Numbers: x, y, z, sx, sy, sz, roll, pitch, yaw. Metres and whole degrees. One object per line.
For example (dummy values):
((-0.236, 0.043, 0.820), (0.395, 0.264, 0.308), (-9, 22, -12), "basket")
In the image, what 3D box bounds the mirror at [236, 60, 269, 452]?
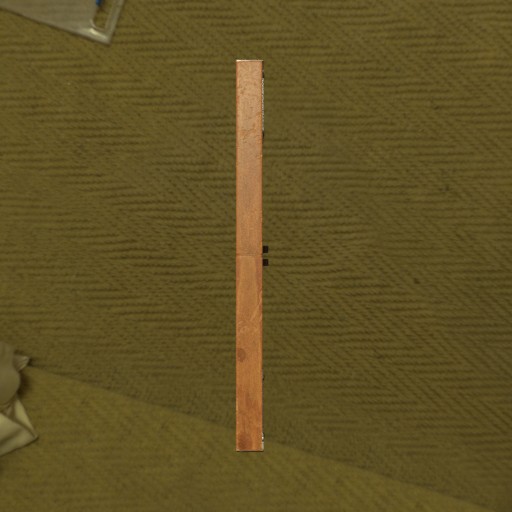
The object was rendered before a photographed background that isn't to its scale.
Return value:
((0.000, 0.000, 0.960), (0.053, 0.761, 0.517), (0, 90, 0), "mirror")
